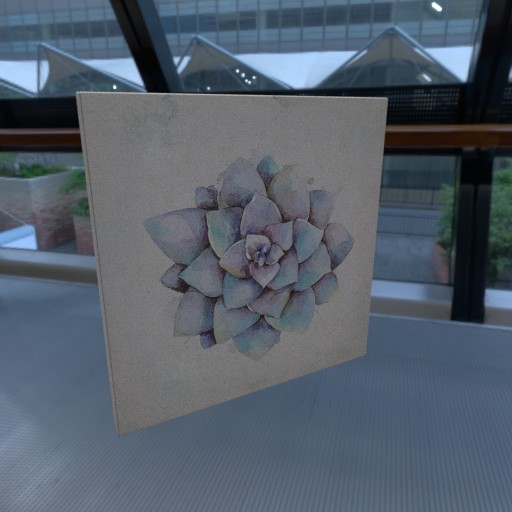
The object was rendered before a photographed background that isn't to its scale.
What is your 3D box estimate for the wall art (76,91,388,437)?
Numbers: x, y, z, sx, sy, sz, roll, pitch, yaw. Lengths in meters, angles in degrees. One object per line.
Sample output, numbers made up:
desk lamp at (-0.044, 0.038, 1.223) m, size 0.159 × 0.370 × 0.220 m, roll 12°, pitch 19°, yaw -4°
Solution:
wall art at (0.000, 0.000, 0.899) m, size 0.612 × 0.612 × 0.040 m, roll -10°, pitch 20°, yaw -27°
